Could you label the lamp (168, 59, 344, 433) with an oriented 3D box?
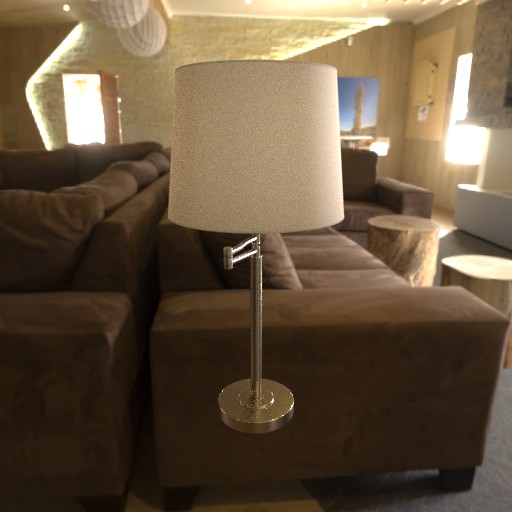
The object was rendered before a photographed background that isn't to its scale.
[{"bbox_3d":[0.000,0.000,0.874,0.333,0.696,0.333,0,16,0],"label":"lamp"}]
